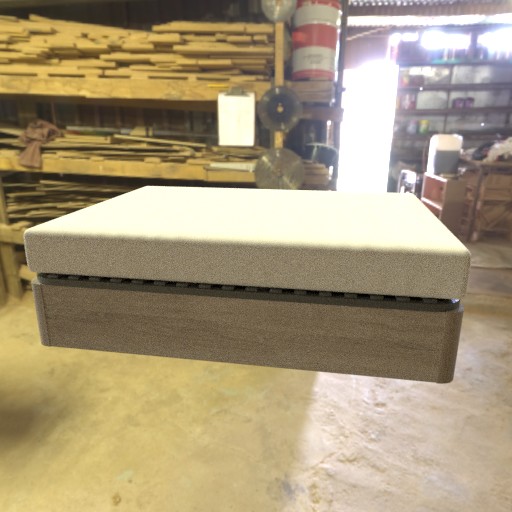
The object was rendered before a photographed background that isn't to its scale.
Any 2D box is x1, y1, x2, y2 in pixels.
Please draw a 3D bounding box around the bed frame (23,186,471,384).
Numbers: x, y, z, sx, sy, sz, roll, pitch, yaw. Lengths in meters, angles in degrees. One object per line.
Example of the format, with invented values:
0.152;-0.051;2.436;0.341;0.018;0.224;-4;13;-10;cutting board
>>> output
0.000;0.000;2.523;1.900;0.561;1.400;3;18;10;bed frame
